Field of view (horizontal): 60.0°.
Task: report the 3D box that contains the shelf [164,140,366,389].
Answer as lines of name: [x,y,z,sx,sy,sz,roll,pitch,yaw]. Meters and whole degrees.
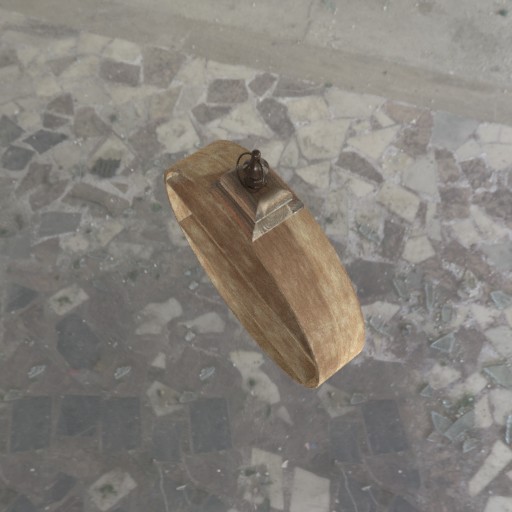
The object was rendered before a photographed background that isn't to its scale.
shelf: [0.000,0.000,1.006,0.125,0.725,0.601,-34,68,-15]
